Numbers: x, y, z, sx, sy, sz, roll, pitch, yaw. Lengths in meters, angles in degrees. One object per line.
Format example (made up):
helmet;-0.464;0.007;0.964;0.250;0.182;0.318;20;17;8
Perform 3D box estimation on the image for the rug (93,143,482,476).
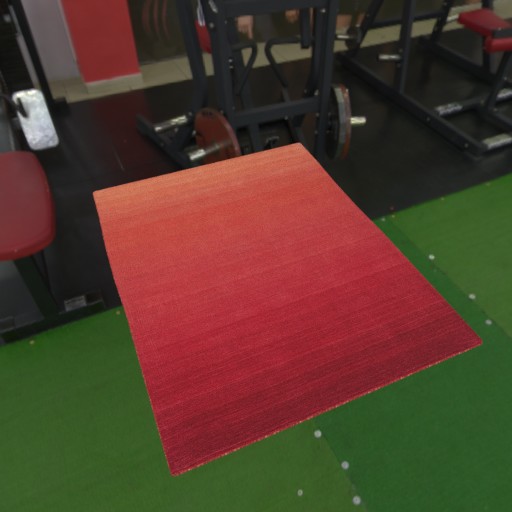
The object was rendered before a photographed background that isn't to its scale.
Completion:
rug;0.000;0.000;3.806;2.340;0.028;2.905;-17;48;-16
